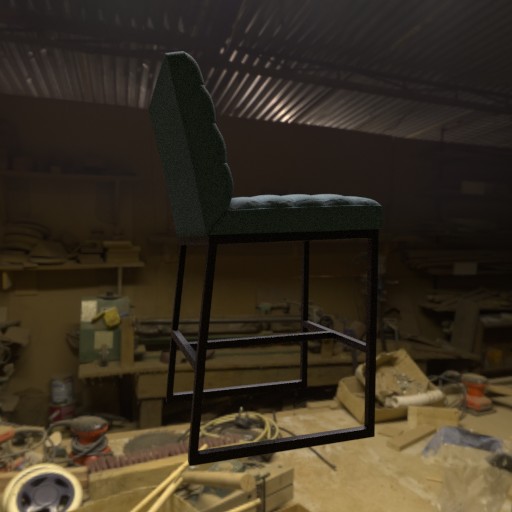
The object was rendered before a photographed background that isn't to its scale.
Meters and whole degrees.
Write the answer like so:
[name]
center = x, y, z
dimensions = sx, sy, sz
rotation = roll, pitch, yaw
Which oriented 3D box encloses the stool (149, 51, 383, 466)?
[stool]
center = 0.000, 0.000, 1.273
dimensions = 0.560, 0.940, 0.460
rotation = -1, 2, -18
